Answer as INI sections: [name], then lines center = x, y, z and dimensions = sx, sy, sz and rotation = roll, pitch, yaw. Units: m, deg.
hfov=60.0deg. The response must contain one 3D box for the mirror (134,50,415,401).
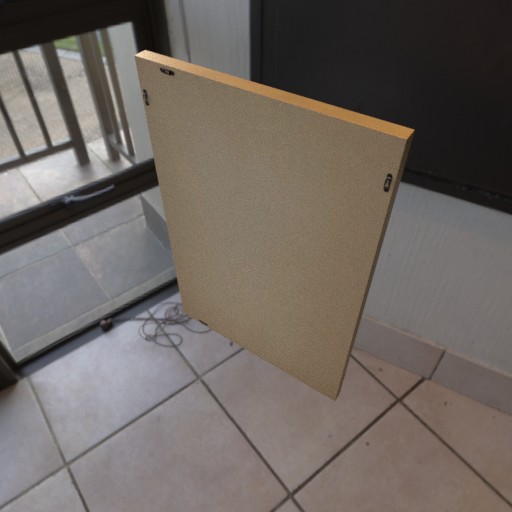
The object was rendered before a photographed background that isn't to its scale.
[mirror]
center = 0.000, 0.000, 1.170
dimensions = 0.609, 0.915, 0.040
rotation = 26, 51, 23
